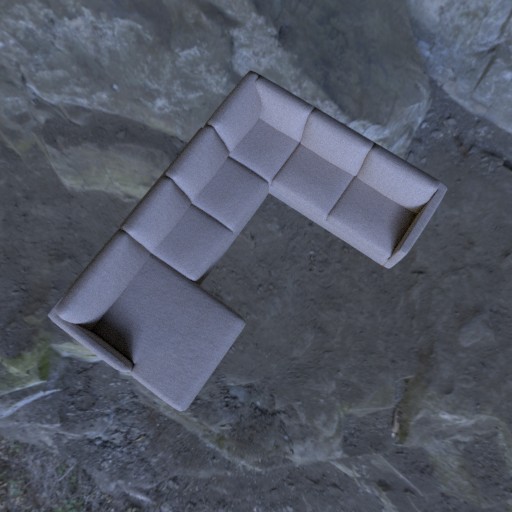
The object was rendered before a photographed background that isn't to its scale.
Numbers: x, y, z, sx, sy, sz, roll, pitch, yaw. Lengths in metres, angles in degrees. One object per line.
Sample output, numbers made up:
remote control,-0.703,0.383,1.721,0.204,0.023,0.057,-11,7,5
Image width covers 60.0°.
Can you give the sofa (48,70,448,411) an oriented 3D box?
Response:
sofa,0.000,0.000,4.623,2.551,0.889,3.403,34,77,9
